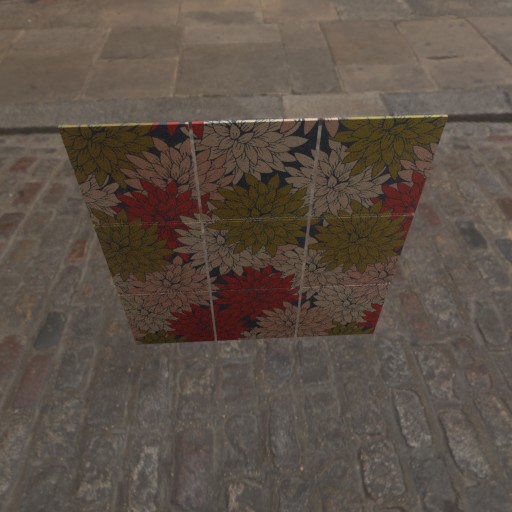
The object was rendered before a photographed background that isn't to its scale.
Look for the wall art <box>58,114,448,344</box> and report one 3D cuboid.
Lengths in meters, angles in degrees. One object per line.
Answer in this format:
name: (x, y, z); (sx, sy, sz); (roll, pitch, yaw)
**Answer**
wall art: (0.000, 0.000, 1.814); (1.206, 1.218, 0.013); (-2, 47, -2)
